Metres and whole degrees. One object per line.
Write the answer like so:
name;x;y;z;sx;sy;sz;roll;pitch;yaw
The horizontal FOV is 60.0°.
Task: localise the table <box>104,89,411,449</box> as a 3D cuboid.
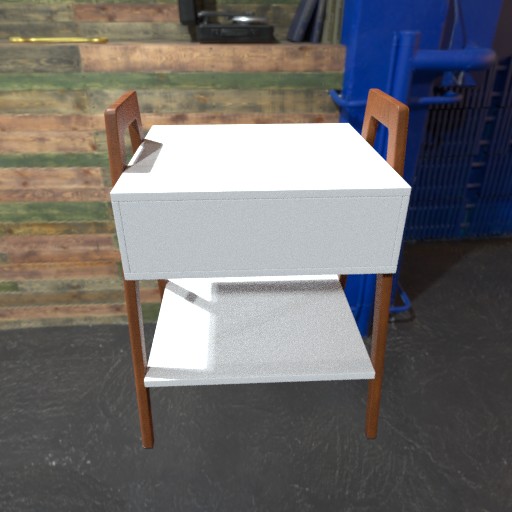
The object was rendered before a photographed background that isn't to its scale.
table;0.000;0.000;0.884;0.457;0.610;0.405;-1;30;-2
